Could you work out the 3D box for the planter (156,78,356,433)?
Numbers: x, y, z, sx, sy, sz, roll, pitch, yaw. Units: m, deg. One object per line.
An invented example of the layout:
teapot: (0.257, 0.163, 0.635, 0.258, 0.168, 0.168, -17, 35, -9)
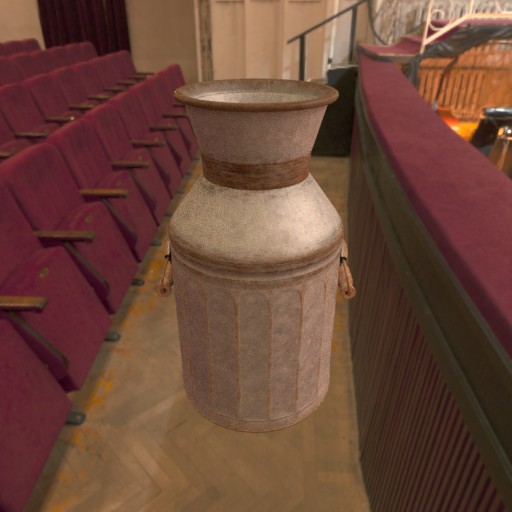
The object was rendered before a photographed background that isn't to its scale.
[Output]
planter: (0.000, 0.000, 0.556, 0.245, 0.396, 0.214, 1, 29, 1)
